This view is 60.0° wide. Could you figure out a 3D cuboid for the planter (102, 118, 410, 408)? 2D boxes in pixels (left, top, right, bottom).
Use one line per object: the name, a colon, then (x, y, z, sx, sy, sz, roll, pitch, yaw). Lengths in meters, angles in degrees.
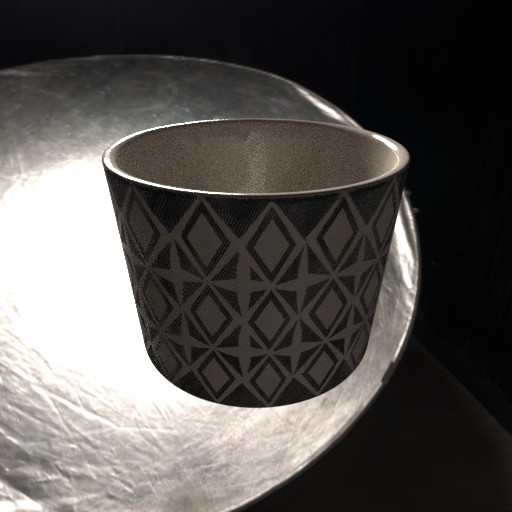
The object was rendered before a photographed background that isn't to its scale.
planter: (0.000, 0.000, 0.441, 0.260, 0.220, 0.260, 0, 27, 0)
